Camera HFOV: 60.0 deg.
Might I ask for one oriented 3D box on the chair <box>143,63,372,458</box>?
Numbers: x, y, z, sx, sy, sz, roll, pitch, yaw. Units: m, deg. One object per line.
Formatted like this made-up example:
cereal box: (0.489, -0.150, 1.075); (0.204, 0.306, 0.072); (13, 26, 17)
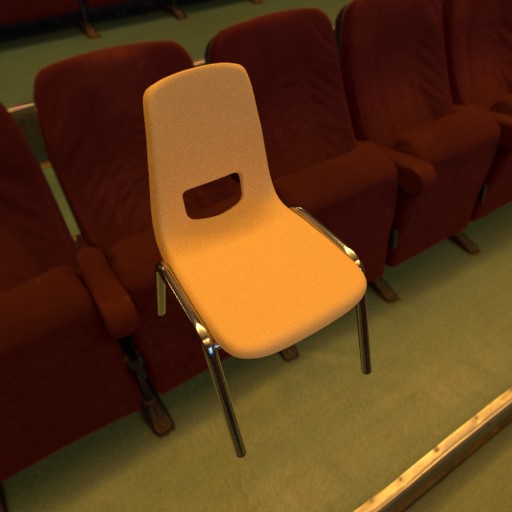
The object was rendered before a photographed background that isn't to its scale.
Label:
chair: (0.000, 0.000, 0.847); (0.354, 0.586, 0.423); (-25, 50, -22)
